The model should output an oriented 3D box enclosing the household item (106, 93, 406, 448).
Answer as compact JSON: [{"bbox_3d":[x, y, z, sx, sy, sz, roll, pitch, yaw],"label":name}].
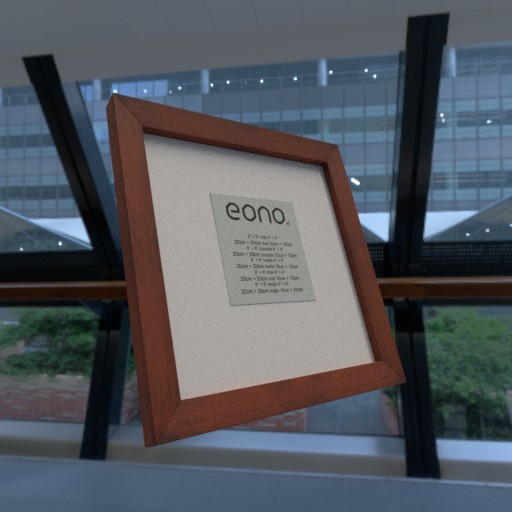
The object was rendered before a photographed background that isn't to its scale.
[{"bbox_3d":[0.000,0.000,0.384,0.240,0.240,0.131,1,-2,-36],"label":"household item"}]
